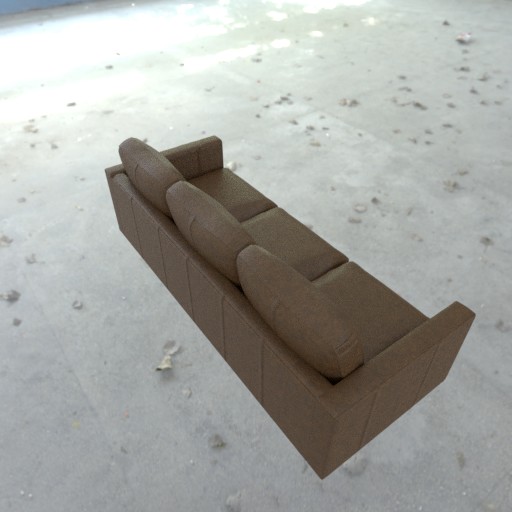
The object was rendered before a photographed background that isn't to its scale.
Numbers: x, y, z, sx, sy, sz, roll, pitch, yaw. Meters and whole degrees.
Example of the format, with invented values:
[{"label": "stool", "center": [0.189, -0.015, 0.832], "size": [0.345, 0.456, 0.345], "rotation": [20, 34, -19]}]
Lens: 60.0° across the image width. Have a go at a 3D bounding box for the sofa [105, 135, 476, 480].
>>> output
[{"label": "sofa", "center": [0.000, 0.000, 2.626], "size": [0.903, 0.930, 2.231], "rotation": [-25, 47, -26]}]
